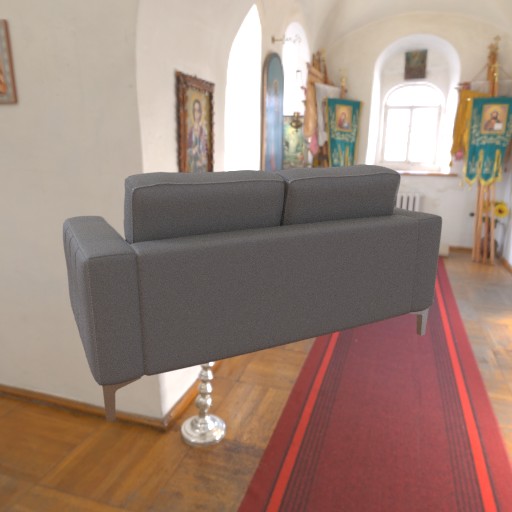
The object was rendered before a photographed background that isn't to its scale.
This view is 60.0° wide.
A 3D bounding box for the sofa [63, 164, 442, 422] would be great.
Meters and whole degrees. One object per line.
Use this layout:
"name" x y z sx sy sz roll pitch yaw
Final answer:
"sofa" 0.000 0.000 2.228 1.726 0.892 0.833 -8 17 -26
